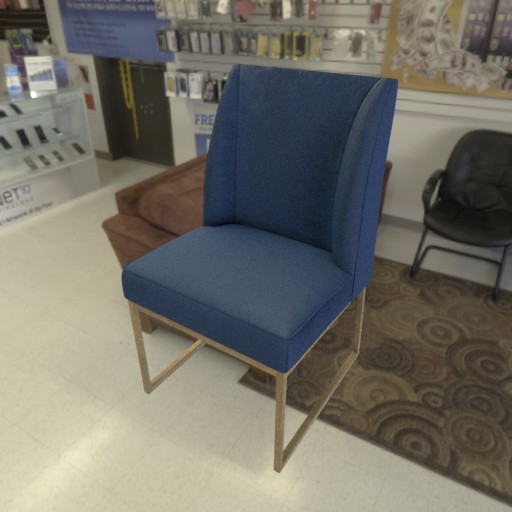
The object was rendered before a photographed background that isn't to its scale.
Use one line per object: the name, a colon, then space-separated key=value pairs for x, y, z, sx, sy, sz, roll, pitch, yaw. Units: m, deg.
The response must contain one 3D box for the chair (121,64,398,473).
chair: x=0.000 y=0.000 z=1.177 sx=0.508 sy=0.863 sz=0.522 roll=19 pitch=36 yaw=28
